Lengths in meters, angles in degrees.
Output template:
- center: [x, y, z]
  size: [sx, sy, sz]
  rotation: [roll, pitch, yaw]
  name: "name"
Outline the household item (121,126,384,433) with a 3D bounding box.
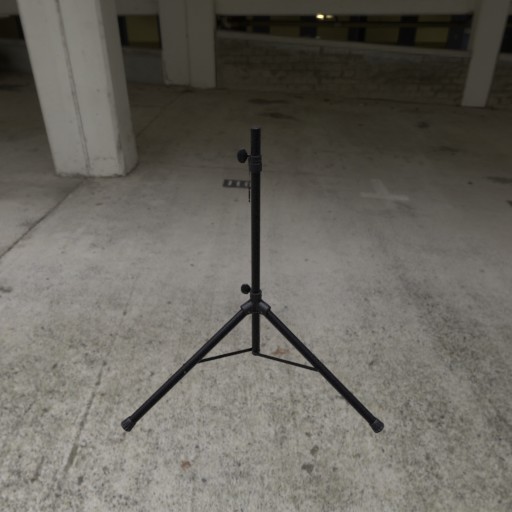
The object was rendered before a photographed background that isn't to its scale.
- center: [0.000, 0.000, 1.855]
  size: [1.045, 1.136, 0.907]
  rotation: [1, 30, 2]
  name: "household item"
